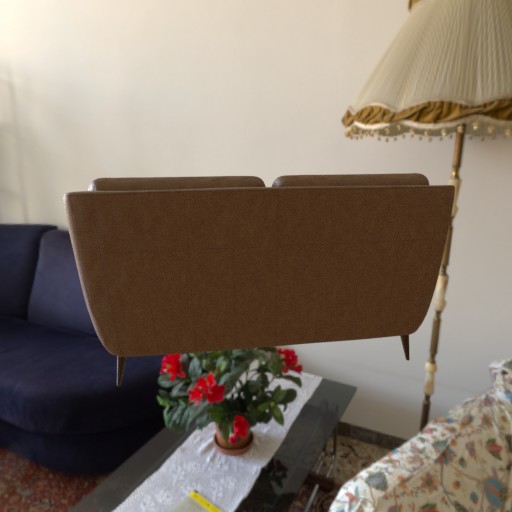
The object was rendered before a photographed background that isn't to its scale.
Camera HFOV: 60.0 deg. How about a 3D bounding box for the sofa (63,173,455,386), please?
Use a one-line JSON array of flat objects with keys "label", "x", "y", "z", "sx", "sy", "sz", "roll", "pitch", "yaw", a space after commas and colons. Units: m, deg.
[{"label": "sofa", "x": 0.000, "y": 0.000, "z": 2.317, "sx": 1.731, "sy": 0.886, "sz": 0.981, "roll": -3, "pitch": 15, "yaw": -9}]
